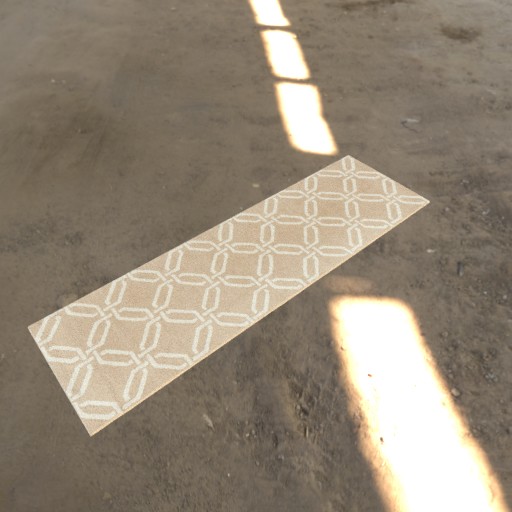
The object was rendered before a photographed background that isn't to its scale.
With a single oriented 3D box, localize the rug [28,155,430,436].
[{"bbox_3d":[0.000,0.000,2.440,2.276,0.014,0.678,-31,53,-27],"label":"rug"}]
